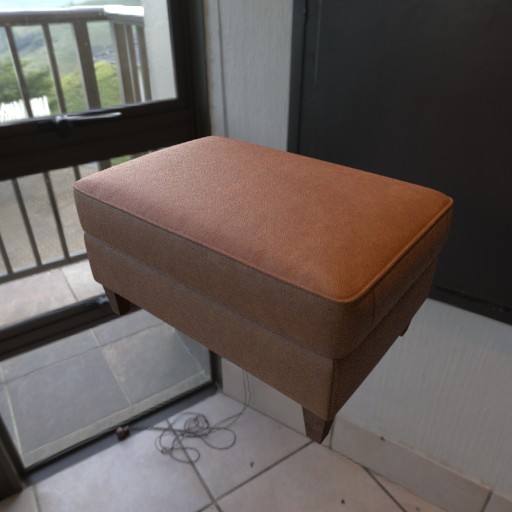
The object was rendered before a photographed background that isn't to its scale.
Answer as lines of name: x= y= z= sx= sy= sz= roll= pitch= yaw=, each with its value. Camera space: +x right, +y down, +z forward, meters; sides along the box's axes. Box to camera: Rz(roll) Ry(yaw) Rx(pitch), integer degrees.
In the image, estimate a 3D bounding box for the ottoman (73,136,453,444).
ottoman: x=0.000 y=0.000 z=1.233 sx=0.864 sy=0.483 sz=0.584 roll=23 pitch=38 yaw=32
